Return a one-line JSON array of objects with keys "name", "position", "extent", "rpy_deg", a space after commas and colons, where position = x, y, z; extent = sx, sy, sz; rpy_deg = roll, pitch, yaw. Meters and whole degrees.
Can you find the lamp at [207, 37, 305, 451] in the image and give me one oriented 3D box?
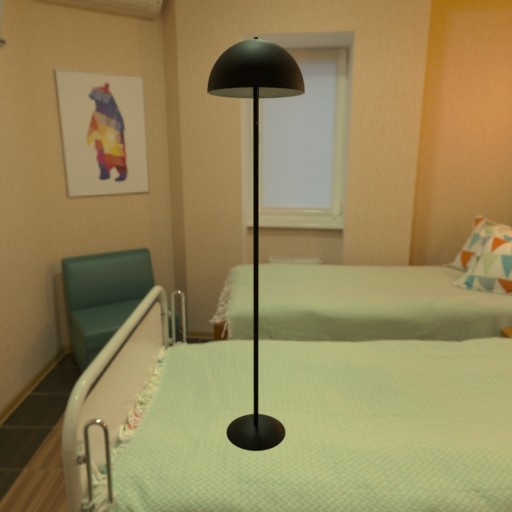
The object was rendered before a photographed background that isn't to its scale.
[{"name": "lamp", "position": [0.000, 0.000, 1.635], "extent": [0.328, 1.480, 0.328], "rpy_deg": [-8, 16, -28]}]
